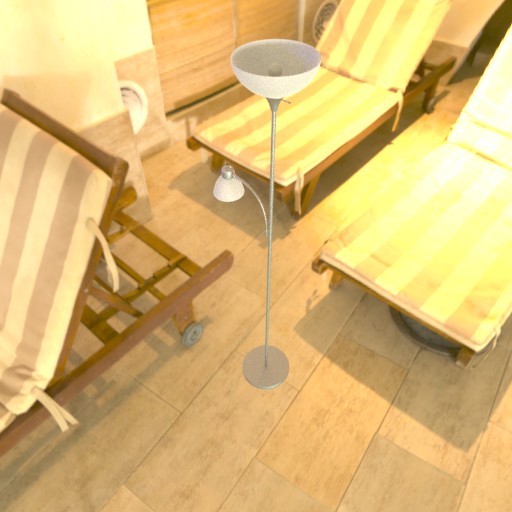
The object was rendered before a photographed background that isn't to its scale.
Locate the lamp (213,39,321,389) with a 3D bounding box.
[{"bbox_3d":[0.000,0.000,1.990,0.425,1.804,0.279,32,54,27],"label":"lamp"}]
